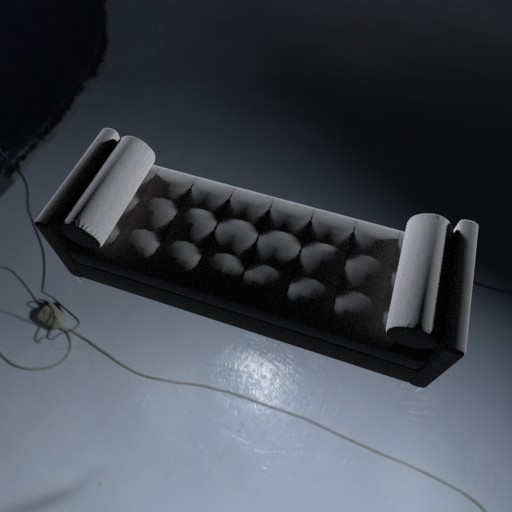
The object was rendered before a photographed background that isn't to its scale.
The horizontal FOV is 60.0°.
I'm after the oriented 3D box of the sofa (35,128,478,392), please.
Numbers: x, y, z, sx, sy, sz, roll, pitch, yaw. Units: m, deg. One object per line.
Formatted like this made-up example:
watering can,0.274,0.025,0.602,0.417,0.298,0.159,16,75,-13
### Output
sofa,0.000,0.000,2.329,1.981,0.635,0.686,16,60,10
